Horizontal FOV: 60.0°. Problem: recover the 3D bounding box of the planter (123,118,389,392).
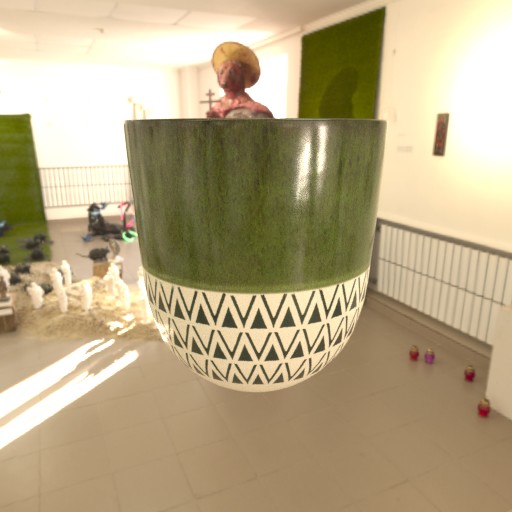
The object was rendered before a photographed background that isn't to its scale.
[{"bbox_3d":[0.000,0.000,0.462,0.245,0.270,0.245,0,16,0],"label":"planter"}]
